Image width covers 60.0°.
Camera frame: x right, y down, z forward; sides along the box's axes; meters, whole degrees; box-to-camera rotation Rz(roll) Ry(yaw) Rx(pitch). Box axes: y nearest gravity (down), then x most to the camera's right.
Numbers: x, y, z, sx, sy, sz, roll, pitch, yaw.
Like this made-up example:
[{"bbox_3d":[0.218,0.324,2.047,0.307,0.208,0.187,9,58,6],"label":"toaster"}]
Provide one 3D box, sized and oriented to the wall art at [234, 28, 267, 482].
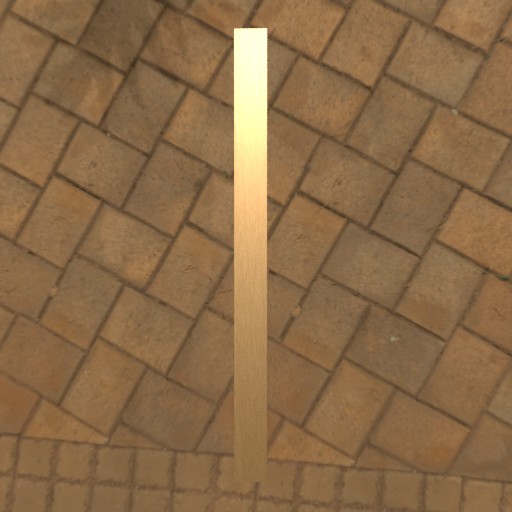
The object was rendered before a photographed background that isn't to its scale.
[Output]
[{"bbox_3d":[0.000,0.000,0.753,0.037,0.509,0.510,0,90,1],"label":"wall art"}]
